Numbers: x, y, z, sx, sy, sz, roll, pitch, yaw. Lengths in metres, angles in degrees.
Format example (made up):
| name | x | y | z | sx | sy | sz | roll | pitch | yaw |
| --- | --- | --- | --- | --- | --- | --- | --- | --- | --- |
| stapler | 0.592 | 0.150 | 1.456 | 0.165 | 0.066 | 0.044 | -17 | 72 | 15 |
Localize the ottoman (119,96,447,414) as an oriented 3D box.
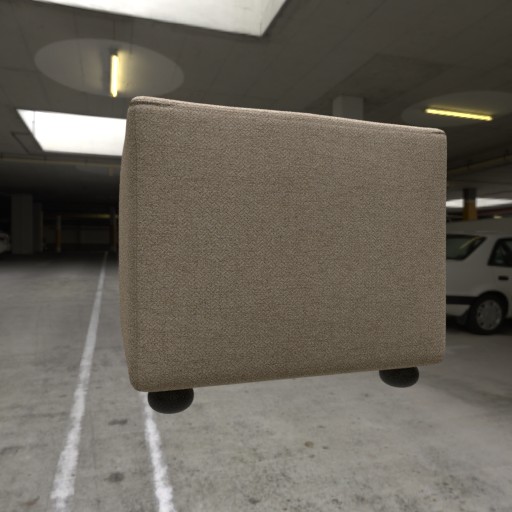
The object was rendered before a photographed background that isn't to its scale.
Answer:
| name | x | y | z | sx | sy | sz | roll | pitch | yaw |
| --- | --- | --- | --- | --- | --- | --- | --- | --- | --- |
| ottoman | 0.000 | 0.000 | 0.867 | 0.508 | 0.432 | 0.508 | 0 | 0 | -18 |
